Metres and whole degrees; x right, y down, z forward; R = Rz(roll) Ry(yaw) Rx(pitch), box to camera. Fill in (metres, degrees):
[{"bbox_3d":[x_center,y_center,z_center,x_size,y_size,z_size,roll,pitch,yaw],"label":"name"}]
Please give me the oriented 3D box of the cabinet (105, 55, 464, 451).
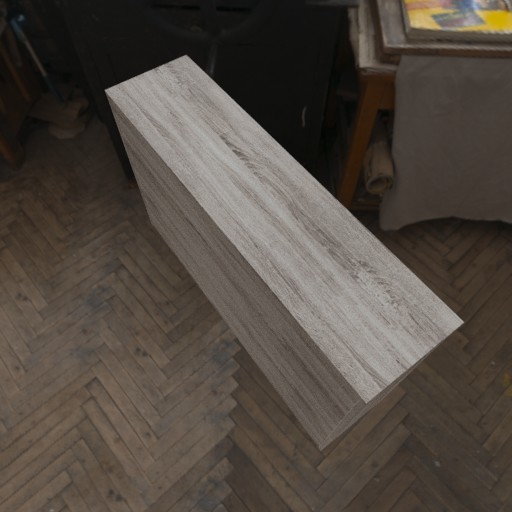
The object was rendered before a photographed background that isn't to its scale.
[{"bbox_3d":[0.000,0.000,1.846,0.380,0.900,1.450,-32,64,-18],"label":"cabinet"}]
